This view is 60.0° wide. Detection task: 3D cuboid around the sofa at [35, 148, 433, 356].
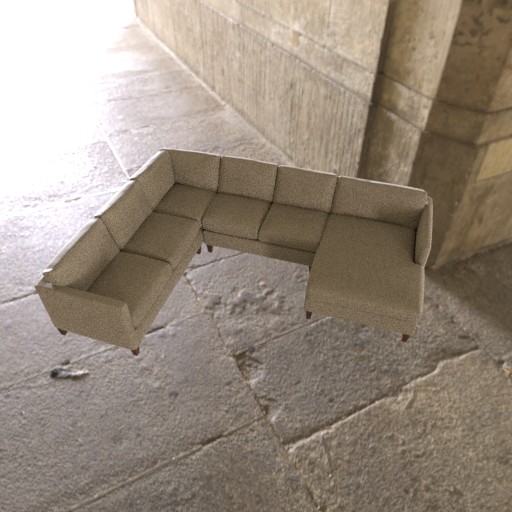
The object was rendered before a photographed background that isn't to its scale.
[{"bbox_3d":[0.000,0.000,4.694,3.460,0.959,2.593,12,44,13],"label":"sofa"}]
